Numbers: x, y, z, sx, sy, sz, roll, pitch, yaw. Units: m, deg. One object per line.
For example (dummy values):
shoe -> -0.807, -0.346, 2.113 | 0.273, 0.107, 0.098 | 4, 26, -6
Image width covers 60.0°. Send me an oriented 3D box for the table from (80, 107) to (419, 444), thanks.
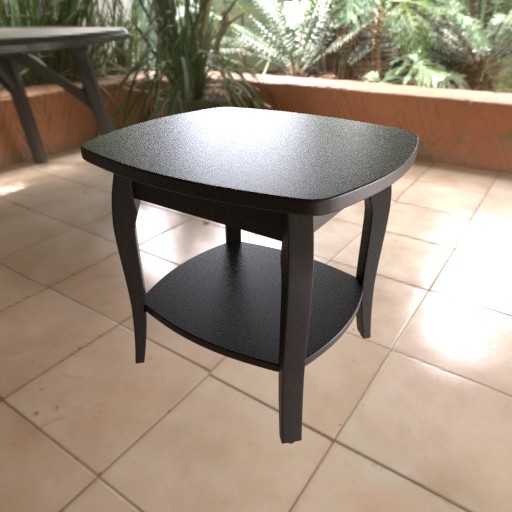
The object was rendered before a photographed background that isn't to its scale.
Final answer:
table -> 0.000, 0.000, 0.864 | 0.508, 0.457, 0.457 | 18, 34, 29
